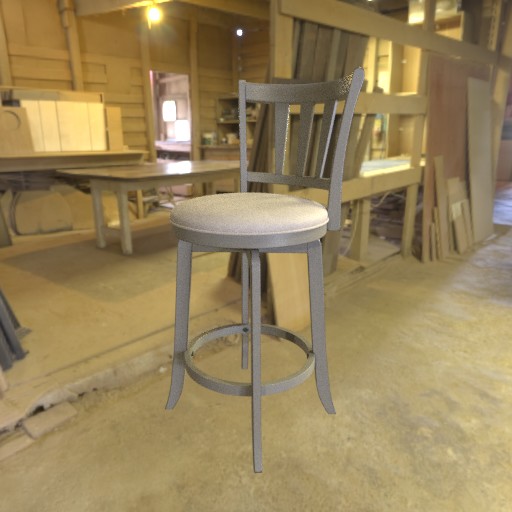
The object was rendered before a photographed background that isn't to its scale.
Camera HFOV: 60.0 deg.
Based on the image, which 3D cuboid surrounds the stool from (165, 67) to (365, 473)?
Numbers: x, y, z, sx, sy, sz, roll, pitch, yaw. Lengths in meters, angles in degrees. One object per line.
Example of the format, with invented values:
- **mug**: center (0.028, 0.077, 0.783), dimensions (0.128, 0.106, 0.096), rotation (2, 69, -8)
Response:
- **stool**: center (0.000, 0.000, 1.272), dimensions (0.450, 0.994, 0.486), rotation (15, 22, 42)
